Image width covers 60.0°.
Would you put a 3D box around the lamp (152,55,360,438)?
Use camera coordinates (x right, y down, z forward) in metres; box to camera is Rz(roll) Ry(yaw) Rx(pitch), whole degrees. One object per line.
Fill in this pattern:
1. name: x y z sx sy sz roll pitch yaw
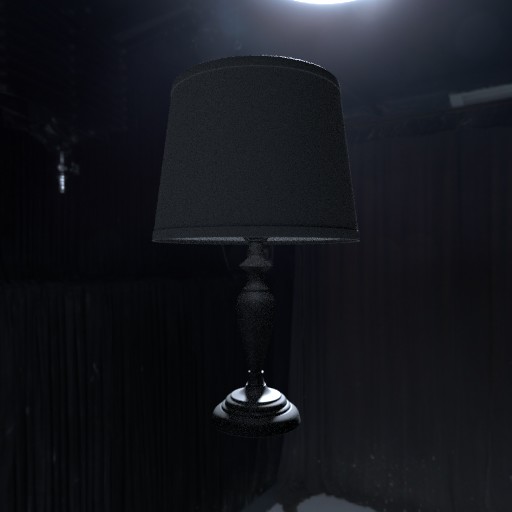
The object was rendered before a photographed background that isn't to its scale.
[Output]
1. lamp: 0.000 0.000 0.679 0.310 0.501 0.310 0 0 0
